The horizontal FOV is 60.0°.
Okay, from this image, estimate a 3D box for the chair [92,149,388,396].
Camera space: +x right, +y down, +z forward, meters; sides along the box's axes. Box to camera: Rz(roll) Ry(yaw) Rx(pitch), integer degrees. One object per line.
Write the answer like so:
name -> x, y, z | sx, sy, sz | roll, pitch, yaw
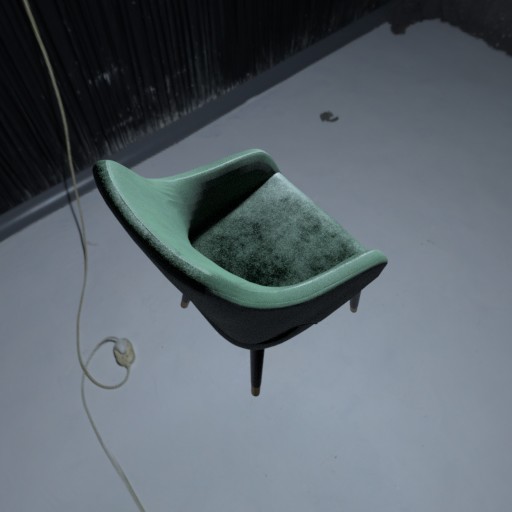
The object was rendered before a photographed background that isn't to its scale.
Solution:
chair -> 0.000, 0.000, 1.615 | 0.794, 1.081, 0.683 | -35, 64, -20
